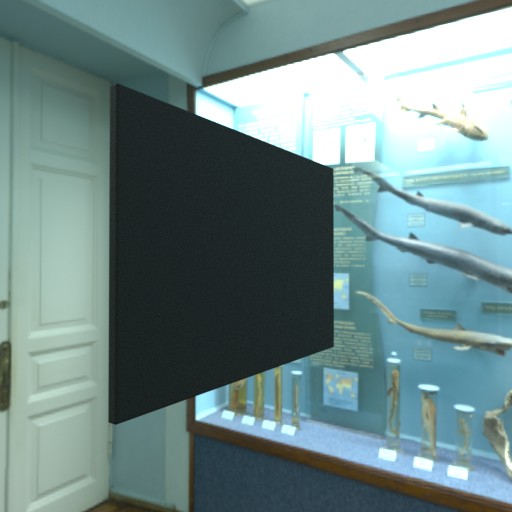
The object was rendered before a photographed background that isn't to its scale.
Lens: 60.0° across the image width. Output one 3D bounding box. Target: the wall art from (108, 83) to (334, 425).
[{"bbox_3d":[0.000,0.000,1.248,0.026,0.656,0.958,-1,-1,36],"label":"wall art"}]
